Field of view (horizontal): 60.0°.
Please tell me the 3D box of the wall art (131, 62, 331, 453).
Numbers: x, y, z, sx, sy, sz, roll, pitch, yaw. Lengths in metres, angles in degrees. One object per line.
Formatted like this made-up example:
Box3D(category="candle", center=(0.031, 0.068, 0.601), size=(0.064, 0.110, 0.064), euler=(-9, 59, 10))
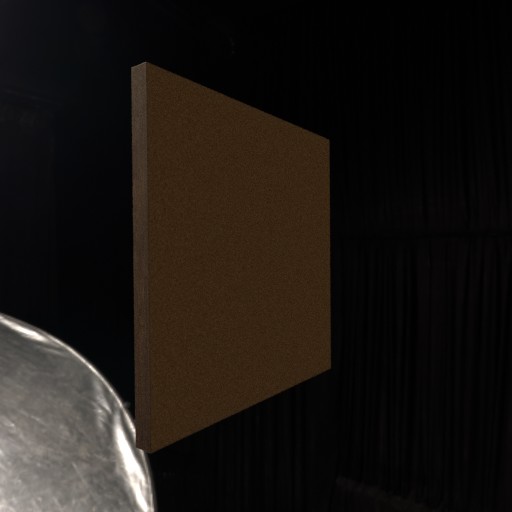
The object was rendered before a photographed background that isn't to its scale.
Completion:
Box3D(category="wall art", center=(0.000, 0.000, 0.937), size=(0.042, 0.608, 0.611), euler=(0, 1, 36))
